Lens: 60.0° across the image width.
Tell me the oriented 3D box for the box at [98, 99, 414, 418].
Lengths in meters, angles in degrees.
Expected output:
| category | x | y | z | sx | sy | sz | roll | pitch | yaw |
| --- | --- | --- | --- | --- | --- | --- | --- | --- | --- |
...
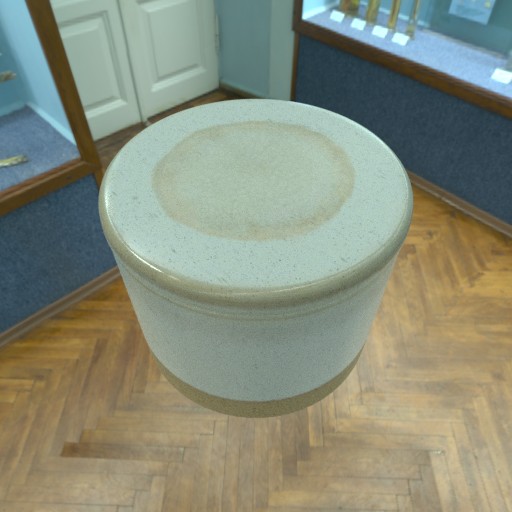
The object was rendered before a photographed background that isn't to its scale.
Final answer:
| category | x | y | z | sx | sy | sz | roll | pitch | yaw |
| --- | --- | --- | --- | --- | --- | --- | --- | --- | --- |
| box | 0.000 | 0.000 | 0.263 | 0.154 | 0.123 | 0.154 | 0 | 48 | 0 |
